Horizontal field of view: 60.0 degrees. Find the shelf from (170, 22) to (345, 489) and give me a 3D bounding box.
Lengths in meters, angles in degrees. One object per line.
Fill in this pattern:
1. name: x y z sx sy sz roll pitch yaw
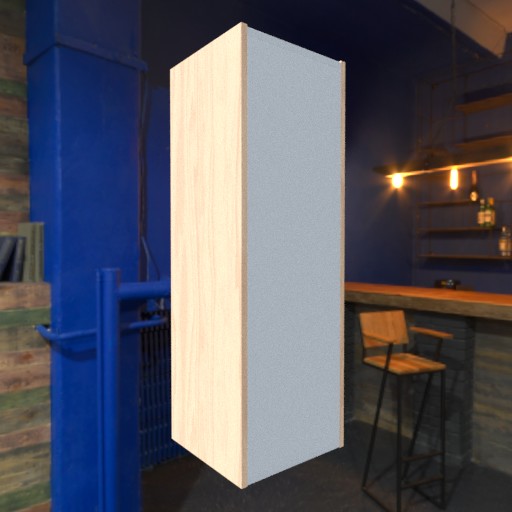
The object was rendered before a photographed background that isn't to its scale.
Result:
1. shelf: 0.000 0.000 1.060 0.300 0.900 0.290 -1 2 -38
